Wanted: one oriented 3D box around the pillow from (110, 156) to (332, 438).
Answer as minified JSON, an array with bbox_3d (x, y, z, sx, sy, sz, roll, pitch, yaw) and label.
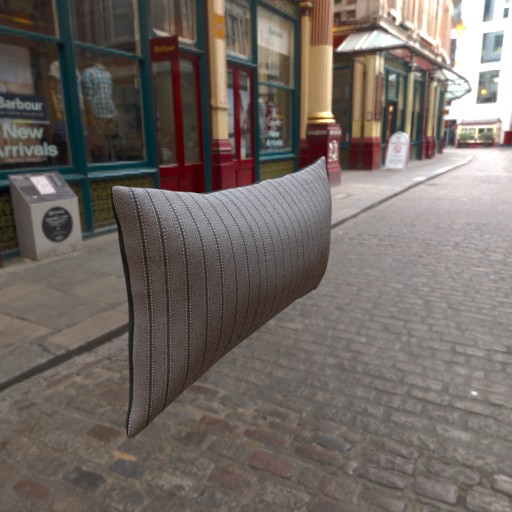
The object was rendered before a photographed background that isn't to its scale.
[{"bbox_3d":[0.000,0.000,0.733,0.151,0.305,0.609,8,16,27],"label":"pillow"}]
